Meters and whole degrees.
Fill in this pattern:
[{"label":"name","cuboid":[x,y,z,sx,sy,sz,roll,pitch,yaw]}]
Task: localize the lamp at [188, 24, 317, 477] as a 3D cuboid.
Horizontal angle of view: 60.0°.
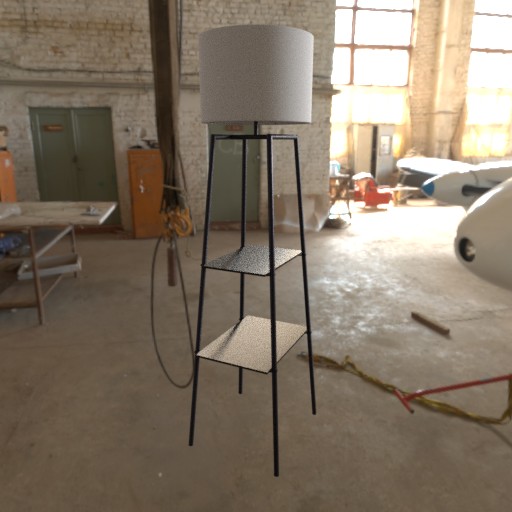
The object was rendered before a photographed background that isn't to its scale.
[{"label":"lamp","cuboid":[0.000,0.000,1.641,0.384,1.474,0.427,7,16,25]}]
